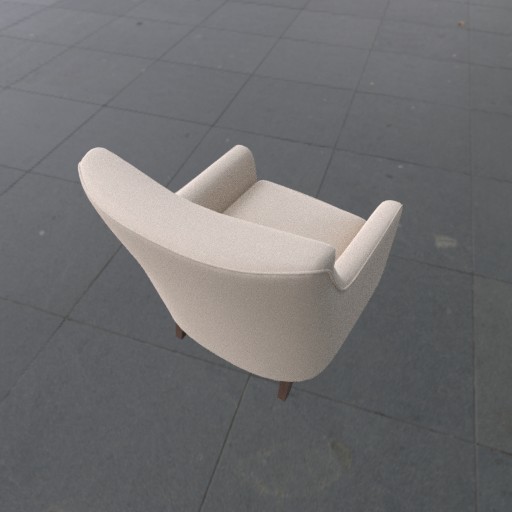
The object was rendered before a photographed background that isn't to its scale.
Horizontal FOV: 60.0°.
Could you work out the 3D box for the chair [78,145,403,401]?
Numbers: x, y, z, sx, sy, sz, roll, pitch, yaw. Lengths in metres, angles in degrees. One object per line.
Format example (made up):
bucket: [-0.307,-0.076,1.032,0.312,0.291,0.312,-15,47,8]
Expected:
chair: [0.000,0.000,1.568,0.756,0.916,0.879,25,51,22]
